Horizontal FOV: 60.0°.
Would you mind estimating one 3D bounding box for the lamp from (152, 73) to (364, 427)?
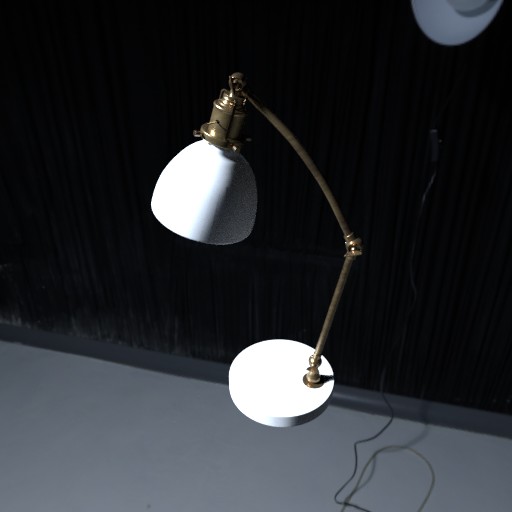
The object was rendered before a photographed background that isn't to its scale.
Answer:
[{"bbox_3d":[0.000,0.000,0.681,0.317,0.522,0.186,8,31,14],"label":"lamp"}]
